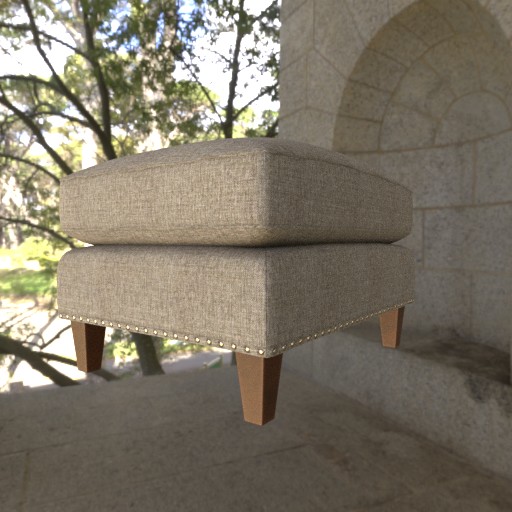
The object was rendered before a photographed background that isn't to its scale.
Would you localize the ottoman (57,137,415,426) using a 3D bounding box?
[{"bbox_3d":[0.000,0.000,1.118,0.584,0.513,0.741,2,3,36],"label":"ottoman"}]
